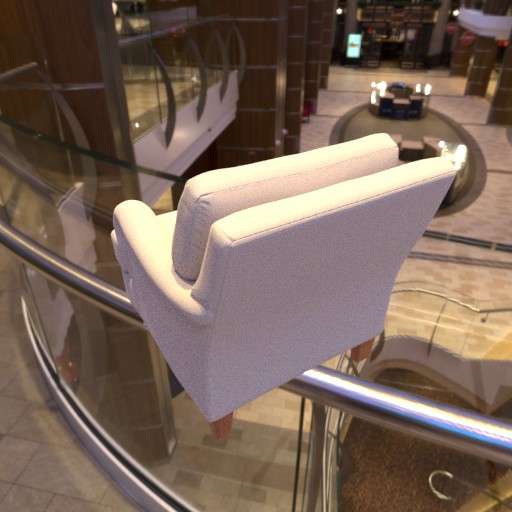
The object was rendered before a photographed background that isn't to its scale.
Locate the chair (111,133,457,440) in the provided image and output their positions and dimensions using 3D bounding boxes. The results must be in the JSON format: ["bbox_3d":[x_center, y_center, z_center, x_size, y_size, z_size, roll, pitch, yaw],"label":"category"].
[{"bbox_3d":[0.000,0.000,1.837,0.955,1.038,1.070,-19,36,-28],"label":"chair"}]
